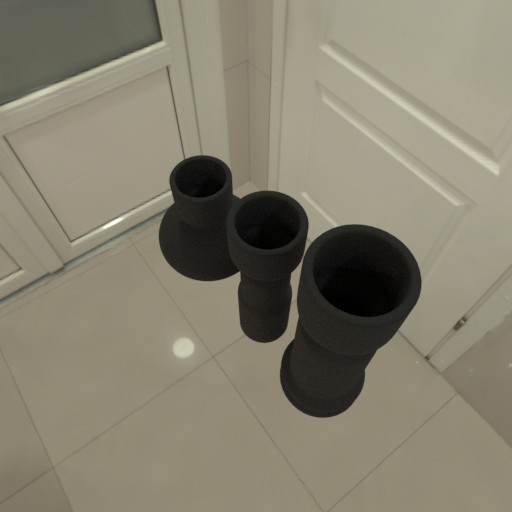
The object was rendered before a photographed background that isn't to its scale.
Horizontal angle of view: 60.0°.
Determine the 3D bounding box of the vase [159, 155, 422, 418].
[{"bbox_3d":[0.000,0.000,0.431,0.120,0.249,0.307,-32,63,-19],"label":"vase"}]
